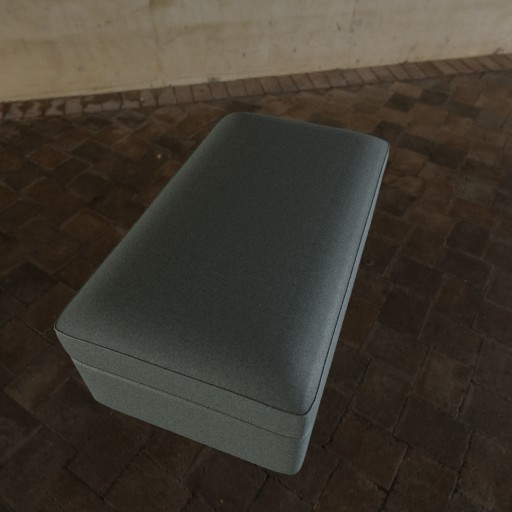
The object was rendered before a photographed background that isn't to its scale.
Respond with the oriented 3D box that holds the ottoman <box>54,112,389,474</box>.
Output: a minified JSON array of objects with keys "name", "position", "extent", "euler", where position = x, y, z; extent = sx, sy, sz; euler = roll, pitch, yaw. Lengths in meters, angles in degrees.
[{"name":"ottoman","position":[0.000,0.000,1.533],"extent":[0.681,0.494,1.173],"euler":[15,48,14]}]
